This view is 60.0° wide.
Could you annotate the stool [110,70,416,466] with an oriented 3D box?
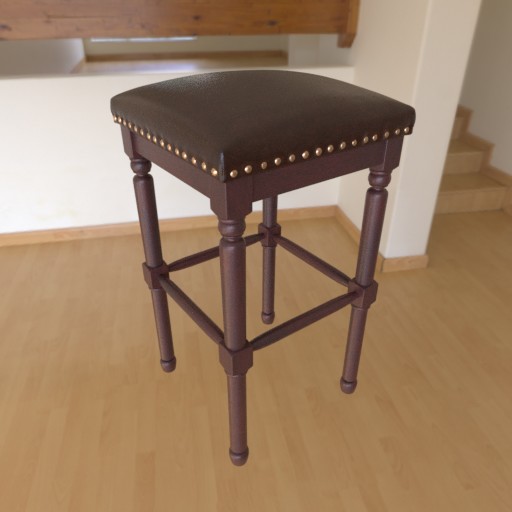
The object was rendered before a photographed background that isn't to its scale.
[{"bbox_3d":[0.000,0.000,0.912,0.382,0.702,0.383,-21,37,-30],"label":"stool"}]
